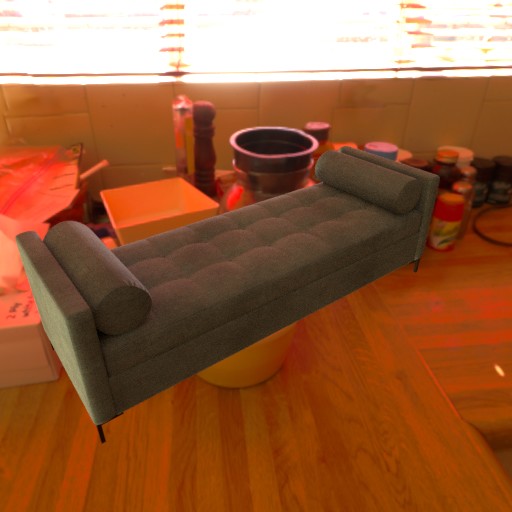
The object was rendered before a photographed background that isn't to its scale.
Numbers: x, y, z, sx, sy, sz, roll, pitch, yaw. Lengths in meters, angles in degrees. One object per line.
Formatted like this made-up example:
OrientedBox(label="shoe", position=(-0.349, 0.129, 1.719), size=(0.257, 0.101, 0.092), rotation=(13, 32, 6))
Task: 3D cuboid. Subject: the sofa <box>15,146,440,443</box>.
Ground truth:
OrientedBox(label="sofa", position=(0.000, 0.000, 2.249), size=(1.981, 0.635, 0.686), rotation=(-22, 37, -31))
